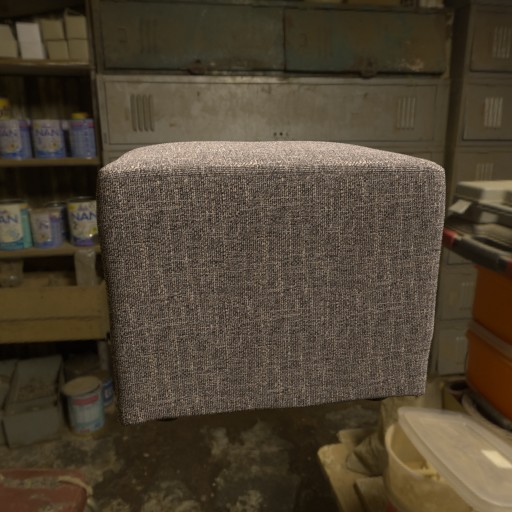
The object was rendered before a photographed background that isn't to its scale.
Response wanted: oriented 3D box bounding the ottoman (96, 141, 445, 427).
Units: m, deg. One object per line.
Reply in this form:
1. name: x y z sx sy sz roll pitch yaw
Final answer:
1. ottoman: 0.000 0.000 0.906 0.521 0.453 0.512 -2 16 -9
